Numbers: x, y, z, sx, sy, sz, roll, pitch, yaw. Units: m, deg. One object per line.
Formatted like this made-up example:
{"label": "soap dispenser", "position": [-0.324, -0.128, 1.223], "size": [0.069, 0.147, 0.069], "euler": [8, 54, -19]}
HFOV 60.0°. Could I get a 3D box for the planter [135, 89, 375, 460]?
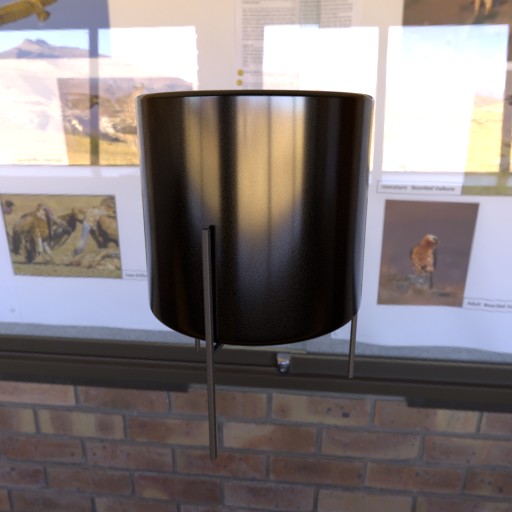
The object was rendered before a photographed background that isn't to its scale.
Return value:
{"label": "planter", "position": [0.000, 0.000, 0.638], "size": [0.310, 0.432, 0.310], "euler": [-8, 19, -25]}
